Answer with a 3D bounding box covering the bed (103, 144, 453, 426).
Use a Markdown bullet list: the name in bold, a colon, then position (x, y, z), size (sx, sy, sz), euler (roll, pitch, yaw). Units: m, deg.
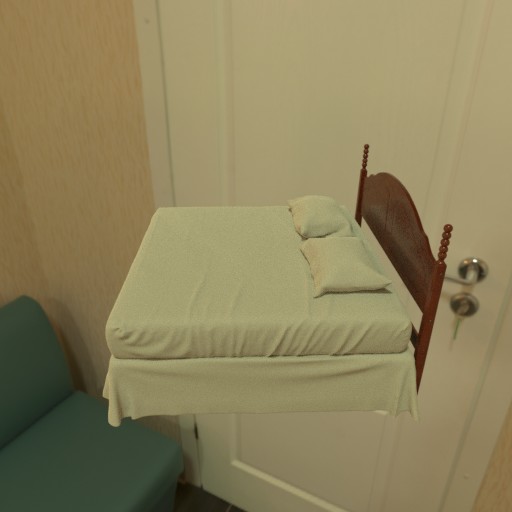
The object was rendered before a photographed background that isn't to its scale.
- **bed**: position (0.000, 0.000, 3.623), size (2.219, 1.355, 2.322), euler (-1, 28, -2)
